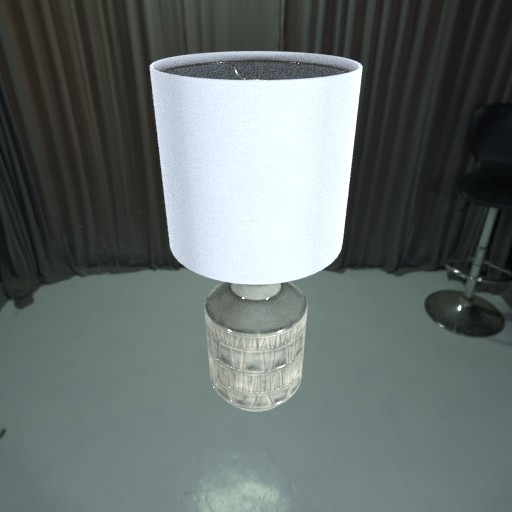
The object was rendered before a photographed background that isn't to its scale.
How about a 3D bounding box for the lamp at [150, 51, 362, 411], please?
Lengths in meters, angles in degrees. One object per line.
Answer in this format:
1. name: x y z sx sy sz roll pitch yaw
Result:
1. lamp: 0.000 0.000 0.565 0.211 0.455 0.211 -1 31 -2
